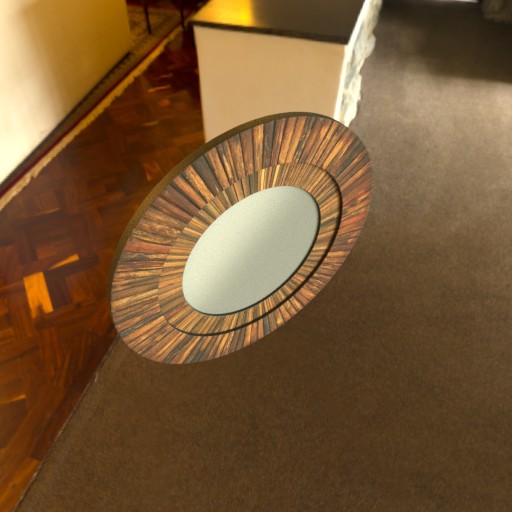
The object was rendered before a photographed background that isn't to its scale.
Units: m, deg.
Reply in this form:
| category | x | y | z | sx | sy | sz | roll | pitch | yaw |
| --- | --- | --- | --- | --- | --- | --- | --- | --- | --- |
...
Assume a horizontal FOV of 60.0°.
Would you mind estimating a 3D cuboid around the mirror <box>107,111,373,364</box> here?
| category | x | y | z | sx | sy | sz | roll | pitch | yaw |
| --- | --- | --- | --- | --- | --- | --- | --- | --- | --- |
| mirror | 0.000 | 0.000 | 1.605 | 1.077 | 1.077 | 0.036 | -26 | 52 | -22 |
